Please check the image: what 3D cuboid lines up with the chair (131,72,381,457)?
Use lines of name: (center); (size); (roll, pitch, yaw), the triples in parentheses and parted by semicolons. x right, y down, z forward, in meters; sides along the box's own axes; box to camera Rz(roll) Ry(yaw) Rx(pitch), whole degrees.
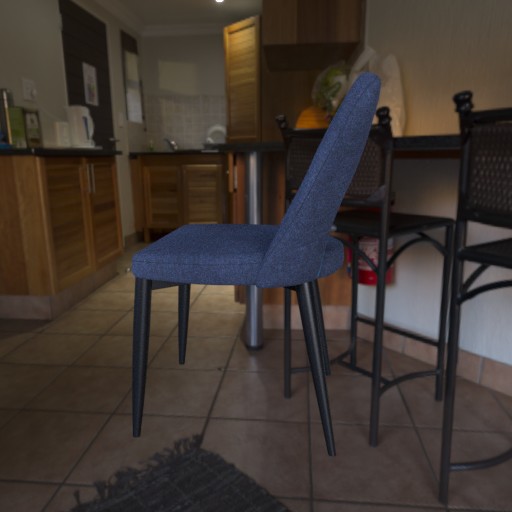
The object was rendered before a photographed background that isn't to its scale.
chair: (0.000, 0.000, 1.247); (0.612, 0.931, 0.470); (2, 14, 7)
